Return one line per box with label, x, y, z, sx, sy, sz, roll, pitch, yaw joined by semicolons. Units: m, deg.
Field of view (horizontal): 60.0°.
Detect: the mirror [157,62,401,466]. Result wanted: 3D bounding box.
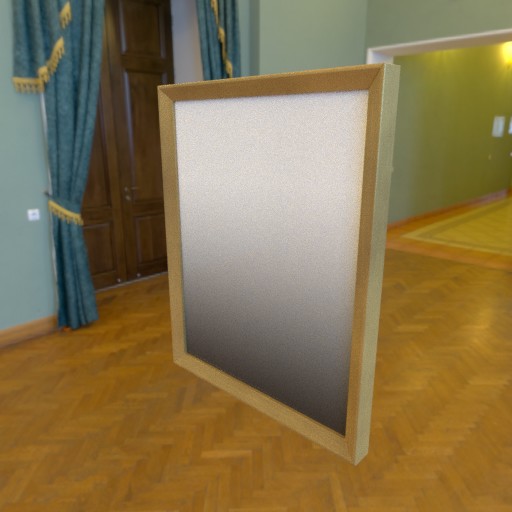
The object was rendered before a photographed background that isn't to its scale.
mirror;0.000;0.000;0.679;0.406;0.509;0.041;15;22;41
